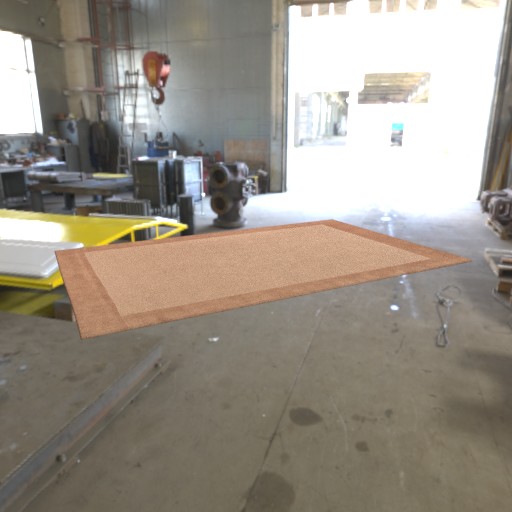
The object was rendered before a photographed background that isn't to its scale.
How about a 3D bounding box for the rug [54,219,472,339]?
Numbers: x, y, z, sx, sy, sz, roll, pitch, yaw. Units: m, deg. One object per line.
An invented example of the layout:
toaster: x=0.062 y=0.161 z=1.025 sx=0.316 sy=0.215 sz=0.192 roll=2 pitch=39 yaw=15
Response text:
rug: x=0.000 y=0.000 z=3.035 sx=2.438 sy=0.014 sz=1.524 roll=-8 pitch=18 yaw=-26
